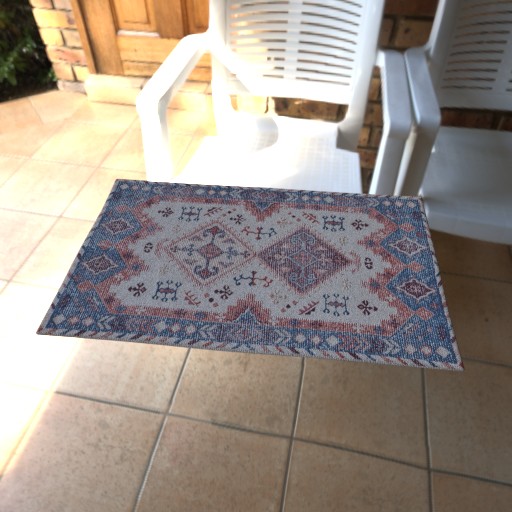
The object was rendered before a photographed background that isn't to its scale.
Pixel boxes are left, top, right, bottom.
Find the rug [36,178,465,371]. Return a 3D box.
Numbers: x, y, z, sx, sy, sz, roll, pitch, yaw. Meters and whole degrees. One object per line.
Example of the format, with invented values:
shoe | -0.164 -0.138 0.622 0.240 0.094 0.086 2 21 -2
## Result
rug | 0.000 0.000 3.040 2.464 0.023 1.521 4 47 4
